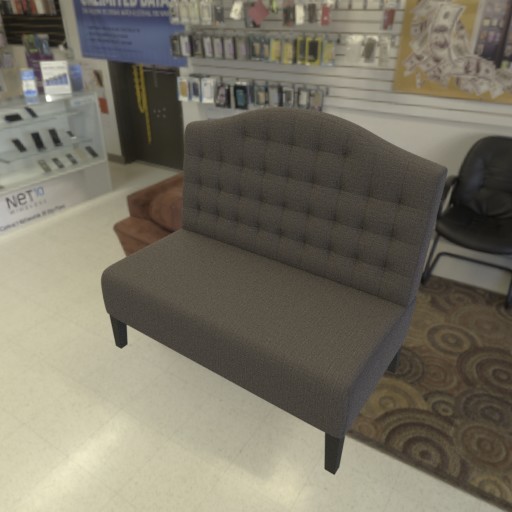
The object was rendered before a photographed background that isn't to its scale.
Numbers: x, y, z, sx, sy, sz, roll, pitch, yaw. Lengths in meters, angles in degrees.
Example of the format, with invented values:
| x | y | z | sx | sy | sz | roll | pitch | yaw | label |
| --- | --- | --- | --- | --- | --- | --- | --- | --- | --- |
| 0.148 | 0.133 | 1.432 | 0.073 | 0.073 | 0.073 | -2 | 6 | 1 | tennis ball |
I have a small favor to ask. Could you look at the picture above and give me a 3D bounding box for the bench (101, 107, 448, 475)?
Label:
| x | y | z | sx | sy | sz | roll | pitch | yaw | label |
| --- | --- | --- | --- | --- | --- | --- | --- | --- | --- |
| 0.000 | 0.000 | 2.029 | 1.335 | 1.180 | 0.815 | 20 | 35 | 30 | bench |
